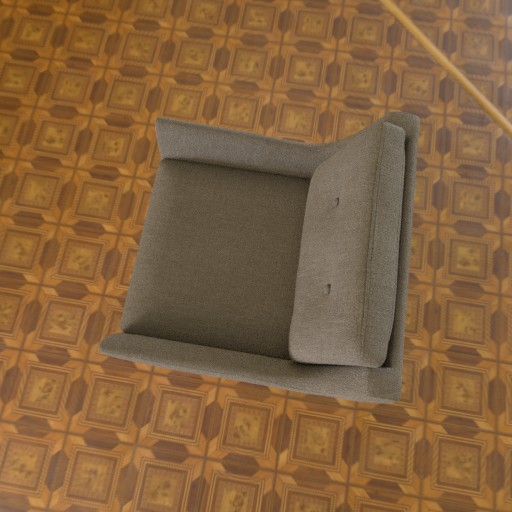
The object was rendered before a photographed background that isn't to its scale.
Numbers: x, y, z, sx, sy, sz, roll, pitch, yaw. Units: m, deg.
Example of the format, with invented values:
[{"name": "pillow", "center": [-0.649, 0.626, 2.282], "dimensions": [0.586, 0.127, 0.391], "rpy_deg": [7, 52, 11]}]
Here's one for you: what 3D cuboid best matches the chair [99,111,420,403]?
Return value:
[{"name": "chair", "center": [0.000, 0.000, 1.535], "dimensions": [0.849, 0.828, 0.847], "rpy_deg": [9, 75, 2]}]
